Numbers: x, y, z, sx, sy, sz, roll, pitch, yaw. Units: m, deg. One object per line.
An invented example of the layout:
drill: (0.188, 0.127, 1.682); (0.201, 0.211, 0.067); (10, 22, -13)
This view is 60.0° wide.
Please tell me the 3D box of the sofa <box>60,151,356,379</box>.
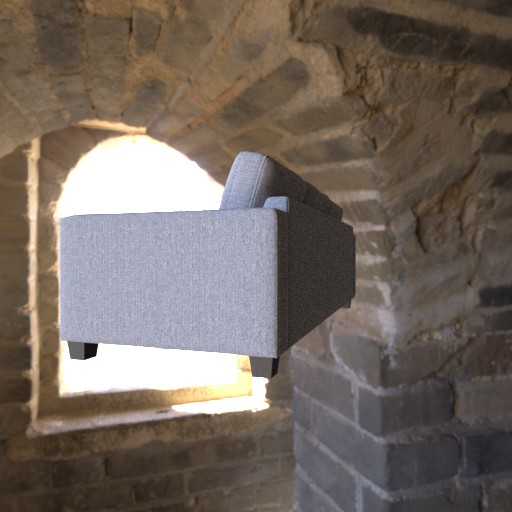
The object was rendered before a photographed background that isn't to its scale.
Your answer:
sofa: (0.000, 0.000, 2.562); (0.900, 0.800, 2.120); (0, 0, 19)
